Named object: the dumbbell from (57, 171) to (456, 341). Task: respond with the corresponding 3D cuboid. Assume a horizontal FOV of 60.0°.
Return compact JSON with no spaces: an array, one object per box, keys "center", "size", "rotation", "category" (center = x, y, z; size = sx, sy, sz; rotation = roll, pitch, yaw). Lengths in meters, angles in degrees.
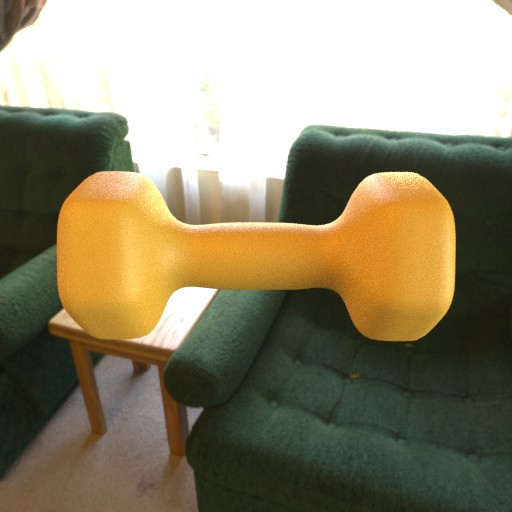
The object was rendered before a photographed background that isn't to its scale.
[{"center":[0.000,0.000,0.234],"size":[0.190,0.082,0.090],"rotation":[1,30,1],"category":"dumbbell"}]
